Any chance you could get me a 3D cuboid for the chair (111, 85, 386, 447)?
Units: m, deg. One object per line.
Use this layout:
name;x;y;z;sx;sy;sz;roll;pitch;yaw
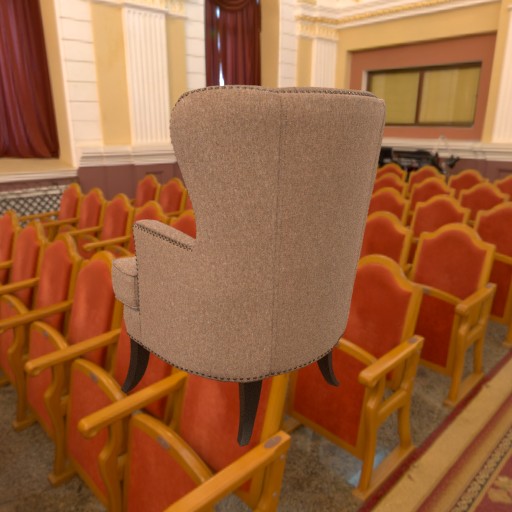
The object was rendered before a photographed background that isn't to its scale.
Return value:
chair;0.000;0.000;1.546;0.759;1.060;0.758;-15;22;-41
